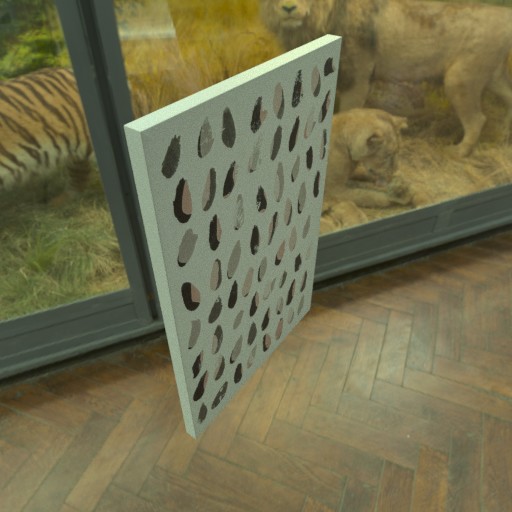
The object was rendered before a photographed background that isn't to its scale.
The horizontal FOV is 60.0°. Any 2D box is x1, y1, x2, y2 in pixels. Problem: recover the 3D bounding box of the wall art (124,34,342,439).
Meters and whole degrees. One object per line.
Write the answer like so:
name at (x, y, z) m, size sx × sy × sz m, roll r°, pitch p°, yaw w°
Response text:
wall art at (0.000, 0.000, 0.751) m, size 0.025 × 0.608 × 0.405 m, roll 26°, pitch 47°, yaw 27°
